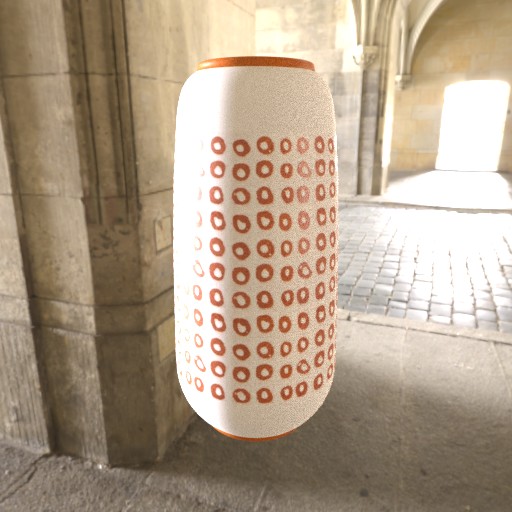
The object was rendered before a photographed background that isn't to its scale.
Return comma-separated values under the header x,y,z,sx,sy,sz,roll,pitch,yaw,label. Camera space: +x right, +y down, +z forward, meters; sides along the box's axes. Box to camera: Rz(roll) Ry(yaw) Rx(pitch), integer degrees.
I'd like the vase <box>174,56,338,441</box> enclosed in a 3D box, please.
x,y,z,sx,sy,sz,roll,pitch,yaw,label
0.000,0.000,0.353,0.133,0.282,0.133,0,16,0,vase
